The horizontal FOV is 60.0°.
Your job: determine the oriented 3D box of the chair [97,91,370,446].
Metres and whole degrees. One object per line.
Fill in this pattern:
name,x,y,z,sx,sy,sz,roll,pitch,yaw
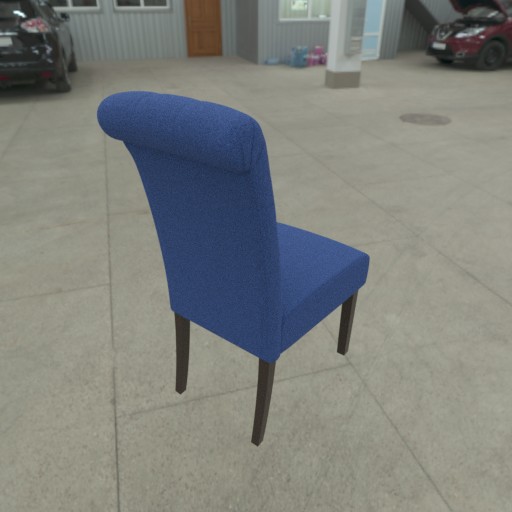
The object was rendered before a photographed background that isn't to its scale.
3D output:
chair,0.000,0.000,1.339,0.456,1.006,0.671,21,37,32
